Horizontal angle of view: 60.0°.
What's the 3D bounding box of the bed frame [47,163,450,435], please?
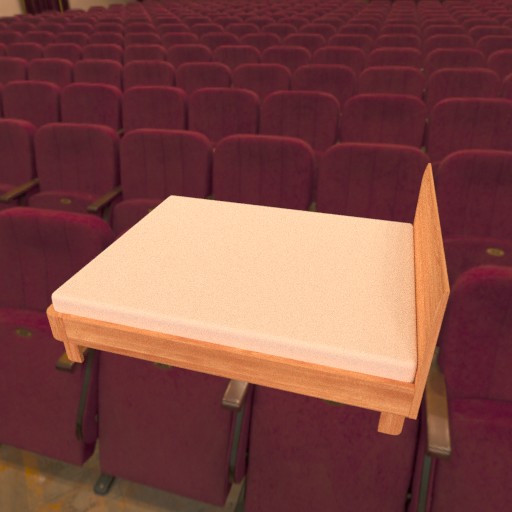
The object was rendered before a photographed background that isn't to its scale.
[{"bbox_3d":[0.000,0.000,2.935,2.092,0.940,1.660,8,31,14],"label":"bed frame"}]
